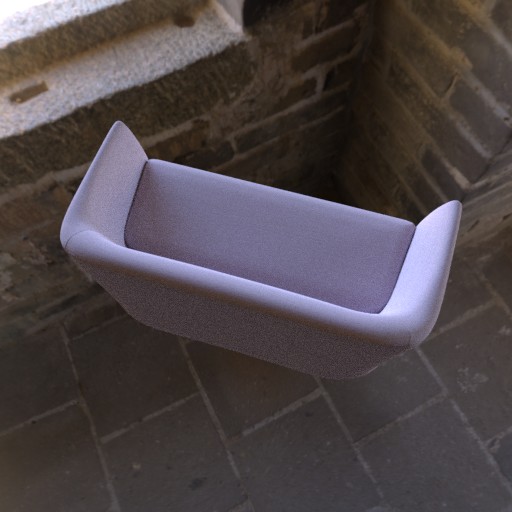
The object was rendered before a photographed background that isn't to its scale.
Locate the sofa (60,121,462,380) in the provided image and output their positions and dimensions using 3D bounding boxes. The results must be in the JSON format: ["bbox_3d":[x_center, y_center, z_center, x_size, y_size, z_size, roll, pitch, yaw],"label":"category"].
[{"bbox_3d":[0.000,0.000,1.837,1.452,0.721,0.705,15,65,7],"label":"sofa"}]
